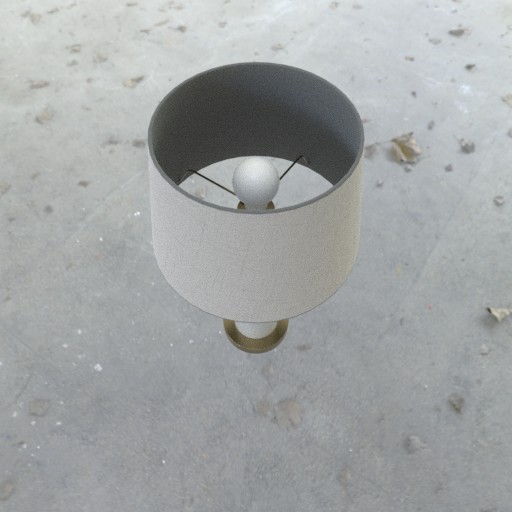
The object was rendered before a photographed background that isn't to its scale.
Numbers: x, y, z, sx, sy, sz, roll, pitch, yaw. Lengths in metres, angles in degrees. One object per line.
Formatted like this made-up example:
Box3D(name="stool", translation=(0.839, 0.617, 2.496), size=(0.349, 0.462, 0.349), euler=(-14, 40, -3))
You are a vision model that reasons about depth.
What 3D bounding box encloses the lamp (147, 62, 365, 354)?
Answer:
Box3D(name="lamp", translation=(0.000, 0.000, 0.732), size=(0.309, 0.545, 0.309), euler=(0, 58, 0))
